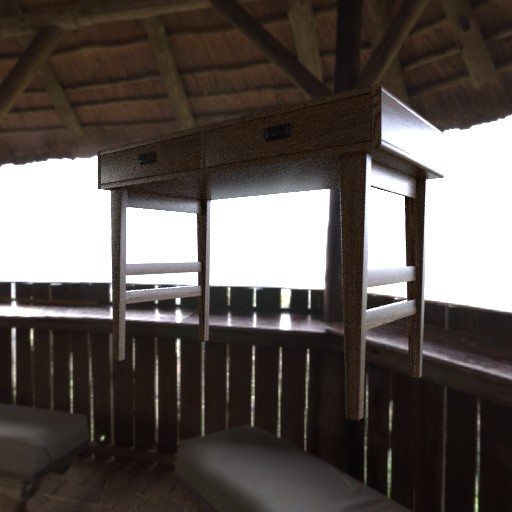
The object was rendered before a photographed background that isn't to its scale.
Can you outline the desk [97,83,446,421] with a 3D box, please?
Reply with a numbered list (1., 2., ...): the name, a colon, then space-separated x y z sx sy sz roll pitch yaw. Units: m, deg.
1. desk: 0.000 0.000 1.476 1.067 0.755 0.508 0 1 38
